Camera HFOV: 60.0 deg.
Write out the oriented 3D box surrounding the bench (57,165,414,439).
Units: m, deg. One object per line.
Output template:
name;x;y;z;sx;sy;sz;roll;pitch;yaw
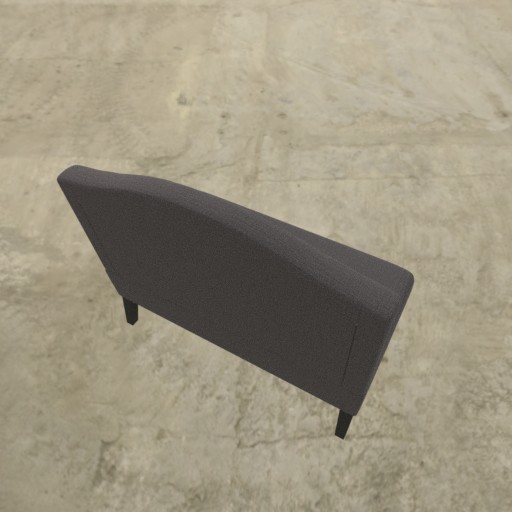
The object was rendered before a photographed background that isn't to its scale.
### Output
bench;0.000;0.000;2.013;1.335;1.180;0.815;23;51;20
